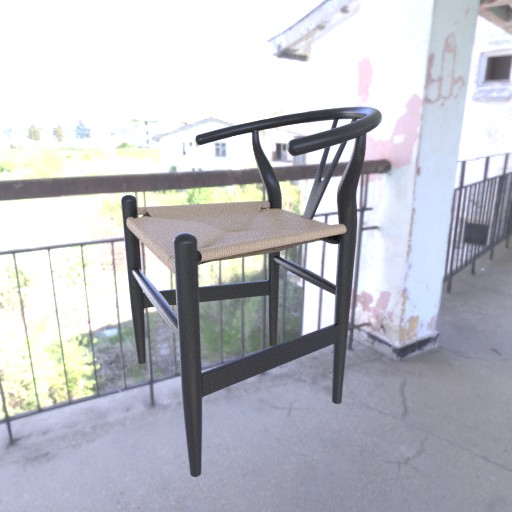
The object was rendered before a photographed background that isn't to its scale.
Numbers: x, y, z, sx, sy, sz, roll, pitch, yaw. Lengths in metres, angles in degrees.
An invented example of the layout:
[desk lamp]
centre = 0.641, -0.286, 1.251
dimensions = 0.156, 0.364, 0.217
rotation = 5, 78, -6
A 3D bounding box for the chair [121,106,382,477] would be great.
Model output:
[chair]
centre = 0.000, 0.000, 1.144
dimensions = 0.570, 0.739, 0.570
rotation = -8, 18, -25
